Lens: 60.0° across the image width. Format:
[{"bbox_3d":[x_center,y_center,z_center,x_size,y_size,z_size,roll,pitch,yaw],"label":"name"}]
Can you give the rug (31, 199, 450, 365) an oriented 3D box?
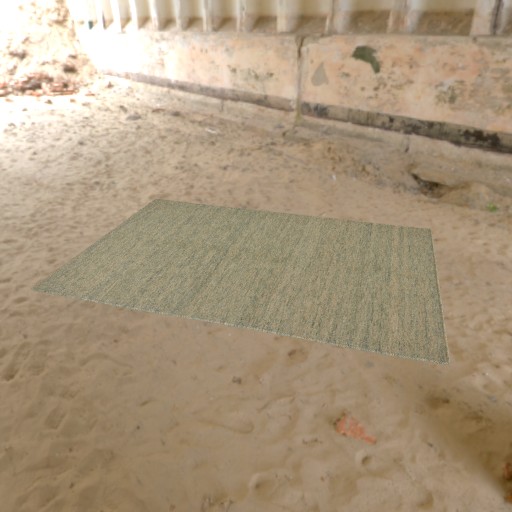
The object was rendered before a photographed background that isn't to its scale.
[{"bbox_3d":[0.000,0.000,2.943,2.283,0.013,1.547,8,29,14],"label":"rug"}]
